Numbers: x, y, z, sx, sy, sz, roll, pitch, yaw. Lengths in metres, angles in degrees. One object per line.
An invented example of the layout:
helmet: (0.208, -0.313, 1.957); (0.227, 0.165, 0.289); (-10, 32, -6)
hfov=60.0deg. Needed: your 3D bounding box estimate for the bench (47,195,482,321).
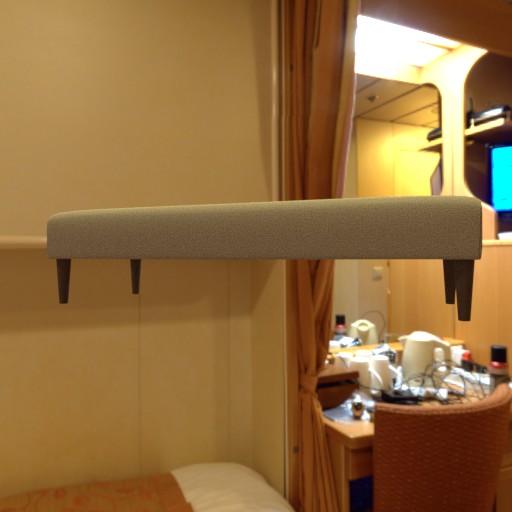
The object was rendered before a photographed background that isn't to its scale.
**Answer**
bench: (0.000, 0.000, 1.829); (1.609, 0.393, 0.646); (0, 0, 19)
